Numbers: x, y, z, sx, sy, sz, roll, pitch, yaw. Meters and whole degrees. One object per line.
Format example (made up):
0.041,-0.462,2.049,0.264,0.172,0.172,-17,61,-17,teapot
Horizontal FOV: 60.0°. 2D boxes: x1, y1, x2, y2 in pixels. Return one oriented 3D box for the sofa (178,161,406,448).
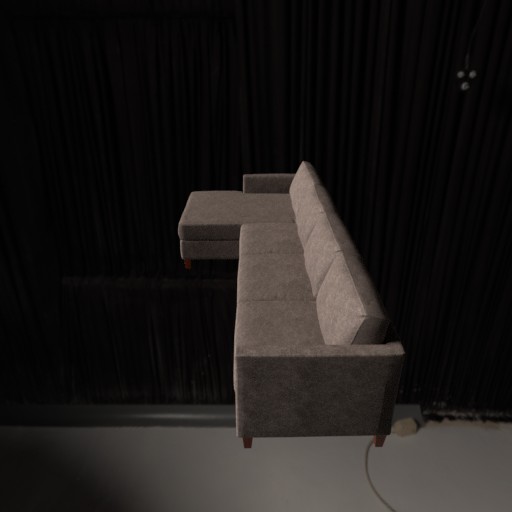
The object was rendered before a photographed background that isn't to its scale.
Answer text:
0.000,0.000,4.011,1.606,0.954,3.471,0,26,-1,sofa
